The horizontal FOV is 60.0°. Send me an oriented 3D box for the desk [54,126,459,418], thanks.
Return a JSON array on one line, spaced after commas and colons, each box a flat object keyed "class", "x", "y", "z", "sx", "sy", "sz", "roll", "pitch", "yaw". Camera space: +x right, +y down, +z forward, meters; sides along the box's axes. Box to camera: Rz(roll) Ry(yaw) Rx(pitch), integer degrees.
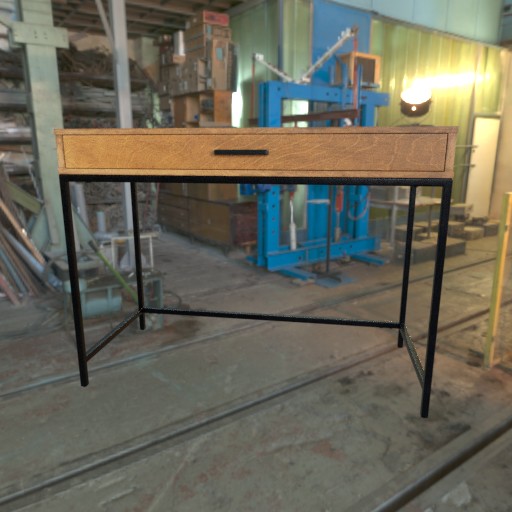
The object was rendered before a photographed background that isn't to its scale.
[{"class": "desk", "x": 0.000, "y": 0.000, "z": 1.400, "sx": 1.016, "sy": 0.762, "sz": 0.470, "roll": 2, "pitch": 14, "yaw": 9}]
